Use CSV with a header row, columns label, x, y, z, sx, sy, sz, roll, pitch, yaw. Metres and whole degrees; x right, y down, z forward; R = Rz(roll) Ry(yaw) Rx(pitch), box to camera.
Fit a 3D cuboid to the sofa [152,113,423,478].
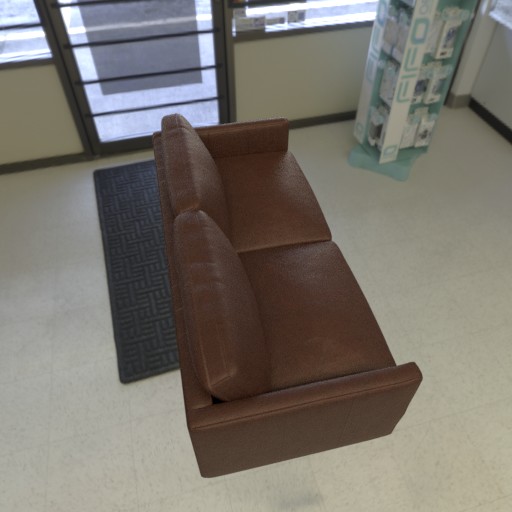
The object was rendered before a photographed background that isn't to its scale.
label,x,y,z,sx,sy,sz,roll,pitch,yaw
sofa,0.000,0.000,2.410,0.923,0.863,1.971,-9,48,-9
